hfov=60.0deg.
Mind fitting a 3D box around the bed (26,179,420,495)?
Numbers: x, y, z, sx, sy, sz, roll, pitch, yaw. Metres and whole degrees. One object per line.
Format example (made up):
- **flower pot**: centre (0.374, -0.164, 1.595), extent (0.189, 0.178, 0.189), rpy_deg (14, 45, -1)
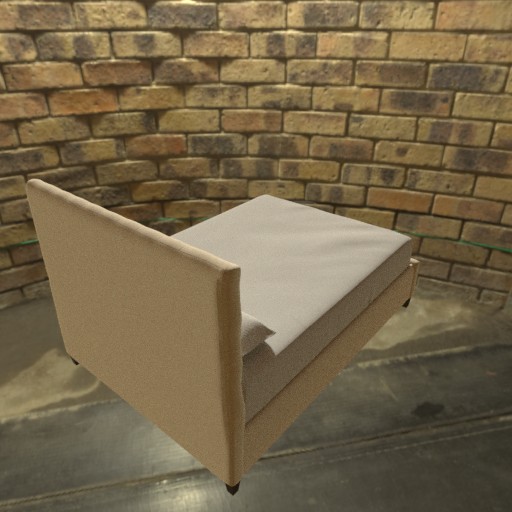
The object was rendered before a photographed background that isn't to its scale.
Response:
- **bed**: centre (0.000, 0.000, 3.313), extent (1.698, 1.427, 2.387), rpy_deg (22, 36, 34)
